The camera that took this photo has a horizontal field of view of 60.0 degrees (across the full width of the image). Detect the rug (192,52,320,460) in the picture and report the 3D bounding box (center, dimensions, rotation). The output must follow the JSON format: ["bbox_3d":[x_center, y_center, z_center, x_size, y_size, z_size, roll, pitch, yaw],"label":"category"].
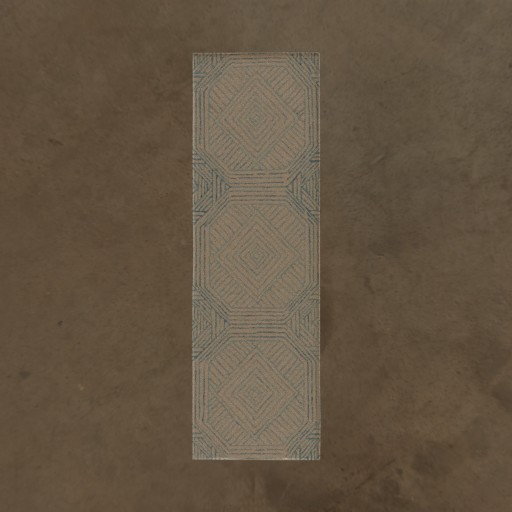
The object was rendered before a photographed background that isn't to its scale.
[{"bbox_3d":[0.000,0.000,2.672,0.775,0.012,2.452,0,90,1],"label":"rug"}]
